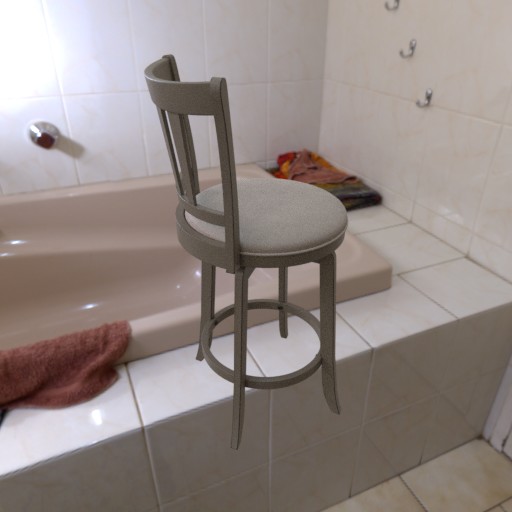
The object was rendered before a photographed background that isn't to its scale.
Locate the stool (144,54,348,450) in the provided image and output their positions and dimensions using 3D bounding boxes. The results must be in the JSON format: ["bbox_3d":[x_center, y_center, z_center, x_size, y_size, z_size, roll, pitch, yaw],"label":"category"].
[{"bbox_3d":[0.000,0.000,1.228,0.486,0.994,0.450,-11,32,-19],"label":"stool"}]
